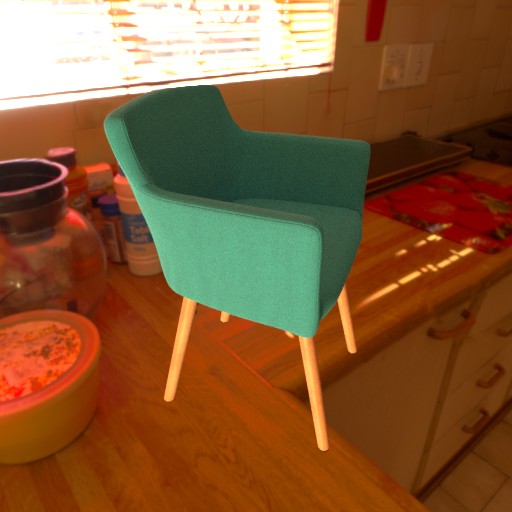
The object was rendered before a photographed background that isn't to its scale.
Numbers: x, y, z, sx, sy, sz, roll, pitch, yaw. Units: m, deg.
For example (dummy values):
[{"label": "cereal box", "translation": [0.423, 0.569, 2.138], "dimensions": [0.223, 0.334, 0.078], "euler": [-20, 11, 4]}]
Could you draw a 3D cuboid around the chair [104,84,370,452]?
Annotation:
[{"label": "chair", "translation": [0.000, 0.000, 1.139], "dimensions": [0.540, 0.780, 0.570], "euler": [11, 31, 18]}]
